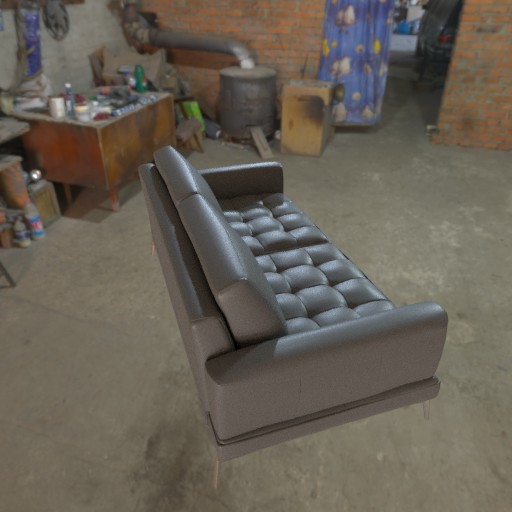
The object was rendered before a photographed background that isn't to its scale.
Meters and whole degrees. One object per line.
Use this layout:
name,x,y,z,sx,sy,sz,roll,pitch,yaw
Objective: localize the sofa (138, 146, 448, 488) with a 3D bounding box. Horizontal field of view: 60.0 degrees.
sofa,0.000,0.000,2.662,1.121,0.930,2.177,-10,33,-16
